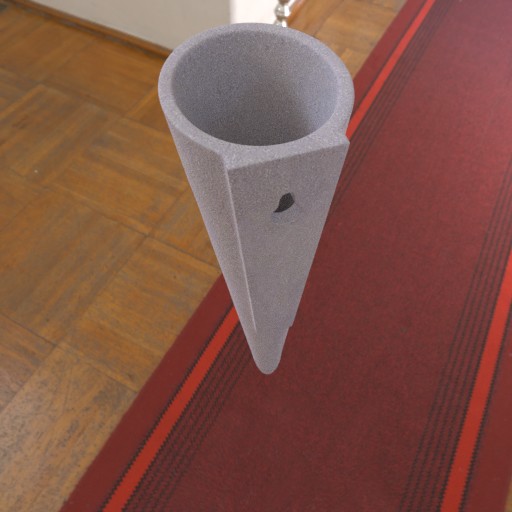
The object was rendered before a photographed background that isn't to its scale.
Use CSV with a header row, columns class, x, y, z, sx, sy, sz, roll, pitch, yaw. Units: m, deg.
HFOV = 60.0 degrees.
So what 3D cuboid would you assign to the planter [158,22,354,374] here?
class,x,y,z,sx,sy,sz,roll,pitch,yaw
planter,0.000,0.000,0.286,0.078,0.259,0.087,-14,59,-9
